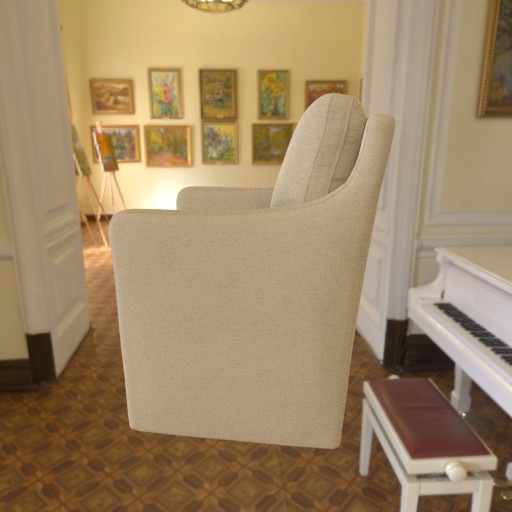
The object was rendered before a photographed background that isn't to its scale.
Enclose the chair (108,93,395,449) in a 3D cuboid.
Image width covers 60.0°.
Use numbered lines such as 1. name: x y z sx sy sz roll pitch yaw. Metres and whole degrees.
1. chair: 0.000 0.000 1.376 0.694 0.914 0.626 2 15 8
